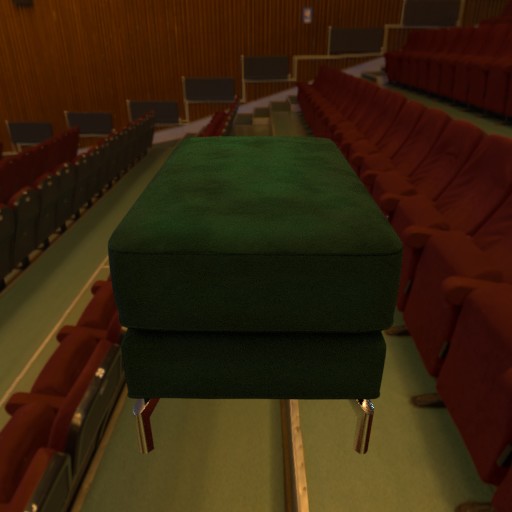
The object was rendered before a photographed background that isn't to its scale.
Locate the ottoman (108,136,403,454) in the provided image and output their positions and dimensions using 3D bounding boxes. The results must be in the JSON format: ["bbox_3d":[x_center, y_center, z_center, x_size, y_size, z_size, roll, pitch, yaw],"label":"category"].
[{"bbox_3d":[0.000,0.000,1.238,0.536,0.533,0.886,0,27,0],"label":"ottoman"}]
